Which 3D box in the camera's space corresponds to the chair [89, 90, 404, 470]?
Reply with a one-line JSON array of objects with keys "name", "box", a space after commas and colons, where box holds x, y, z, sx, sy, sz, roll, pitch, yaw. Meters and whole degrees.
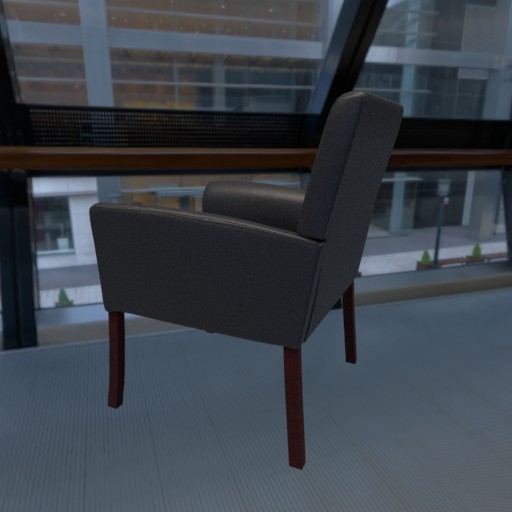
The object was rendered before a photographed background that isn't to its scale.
[{"name": "chair", "box": [0.000, 0.000, 1.447, 0.772, 0.951, 0.683, 7, 17, 24]}]
